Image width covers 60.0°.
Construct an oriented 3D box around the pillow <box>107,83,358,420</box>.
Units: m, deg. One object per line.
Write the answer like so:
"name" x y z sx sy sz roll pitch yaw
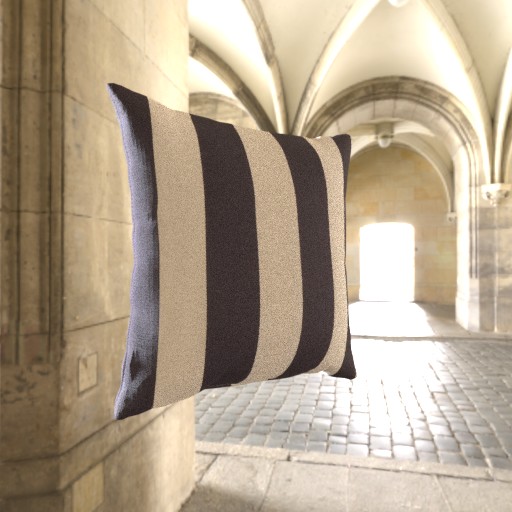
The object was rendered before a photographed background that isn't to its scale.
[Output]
"pillow" 0.000 0.000 0.812 0.536 0.526 0.189 1 -1 -35
